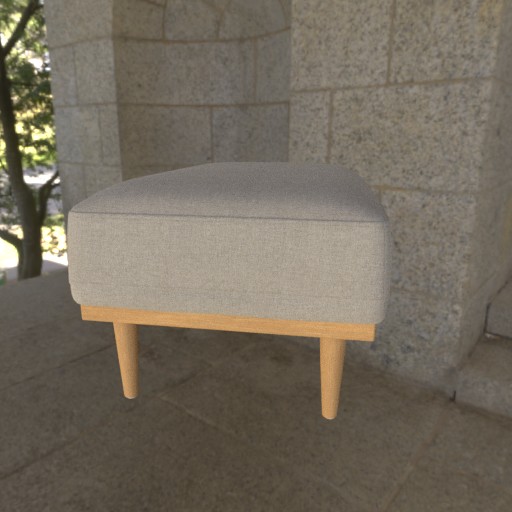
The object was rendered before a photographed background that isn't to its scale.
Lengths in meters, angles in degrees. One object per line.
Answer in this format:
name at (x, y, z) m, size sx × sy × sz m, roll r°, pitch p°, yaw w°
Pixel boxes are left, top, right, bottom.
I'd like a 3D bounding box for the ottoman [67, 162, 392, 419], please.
ottoman at (0.000, 0.000, 1.074) m, size 0.549 × 0.428 × 0.749 m, roll 3°, pitch 15°, yaw 10°
